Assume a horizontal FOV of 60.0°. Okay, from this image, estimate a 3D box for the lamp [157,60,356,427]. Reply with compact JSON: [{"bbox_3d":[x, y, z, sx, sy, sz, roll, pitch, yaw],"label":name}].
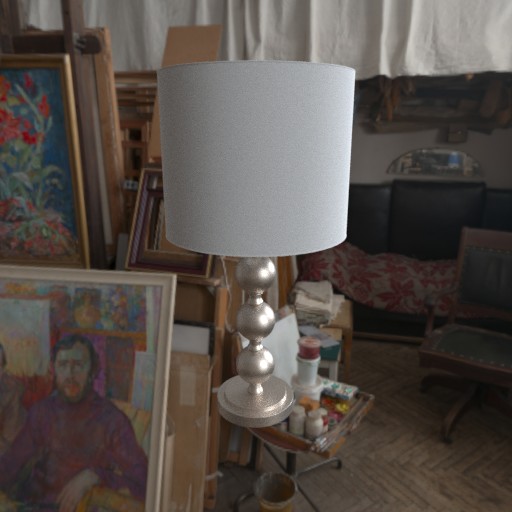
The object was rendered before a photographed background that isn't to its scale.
[{"bbox_3d":[0.000,0.000,0.702,0.277,0.538,0.277,-9,19,-27],"label":"lamp"}]
